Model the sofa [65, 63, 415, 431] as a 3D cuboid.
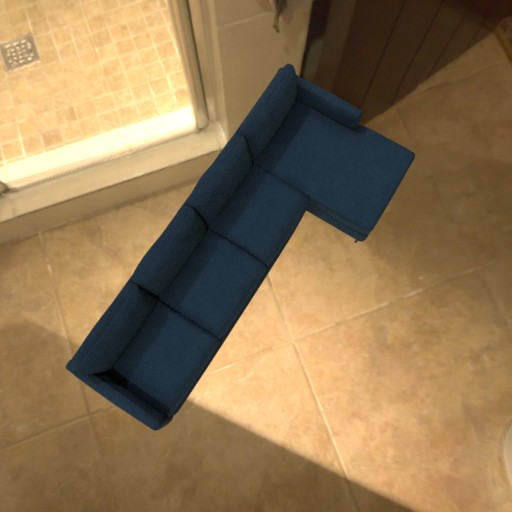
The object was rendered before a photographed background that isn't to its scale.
[{"bbox_3d":[0.000,0.000,3.480,1.350,0.810,2.932,32,78,7],"label":"sofa"}]
